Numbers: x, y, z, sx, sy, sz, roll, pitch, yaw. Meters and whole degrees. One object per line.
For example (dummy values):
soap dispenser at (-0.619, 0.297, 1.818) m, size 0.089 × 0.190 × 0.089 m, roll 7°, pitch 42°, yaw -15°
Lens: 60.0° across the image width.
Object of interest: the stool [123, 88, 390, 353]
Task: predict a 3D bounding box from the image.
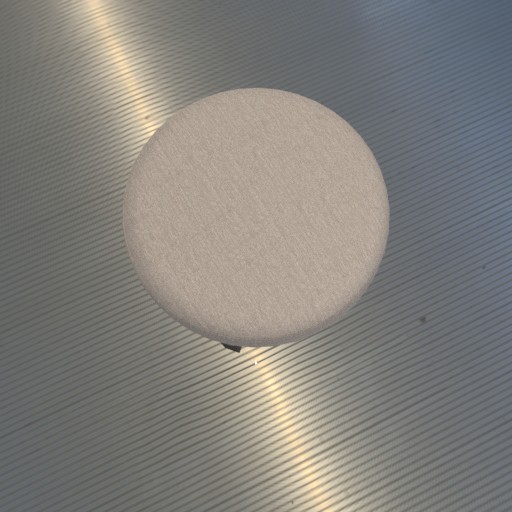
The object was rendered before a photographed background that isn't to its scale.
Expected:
stool at (0.000, 0.000, 1.046) m, size 0.443 × 0.757 × 0.443 m, roll 0°, pitch 76°, yaw 0°
